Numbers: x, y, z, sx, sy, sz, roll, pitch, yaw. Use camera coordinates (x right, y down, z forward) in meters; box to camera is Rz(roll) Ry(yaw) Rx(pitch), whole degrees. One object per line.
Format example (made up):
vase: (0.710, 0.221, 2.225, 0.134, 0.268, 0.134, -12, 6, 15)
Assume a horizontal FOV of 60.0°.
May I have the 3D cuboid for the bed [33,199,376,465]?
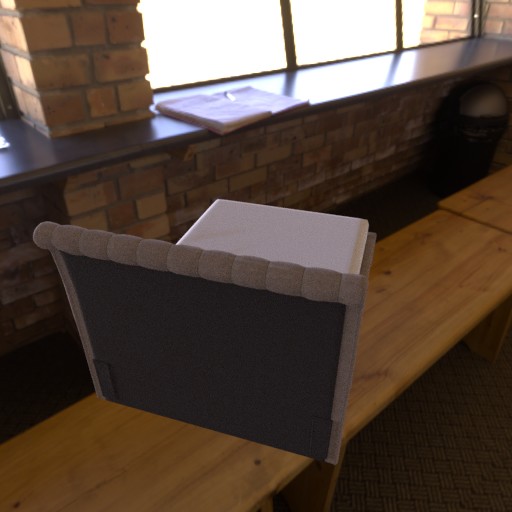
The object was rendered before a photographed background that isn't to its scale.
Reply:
bed: (0.000, 0.000, 3.254, 1.645, 1.371, 2.252, 10, 34, 15)
